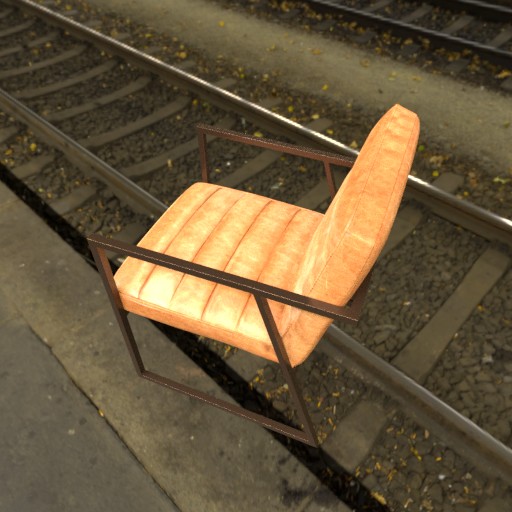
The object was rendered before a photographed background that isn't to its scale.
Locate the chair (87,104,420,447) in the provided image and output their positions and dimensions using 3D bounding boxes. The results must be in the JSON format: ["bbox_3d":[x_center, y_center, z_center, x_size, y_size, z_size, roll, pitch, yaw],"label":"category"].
[{"bbox_3d":[0.000,0.000,1.265,0.677,0.832,0.571,17,48,15],"label":"chair"}]
